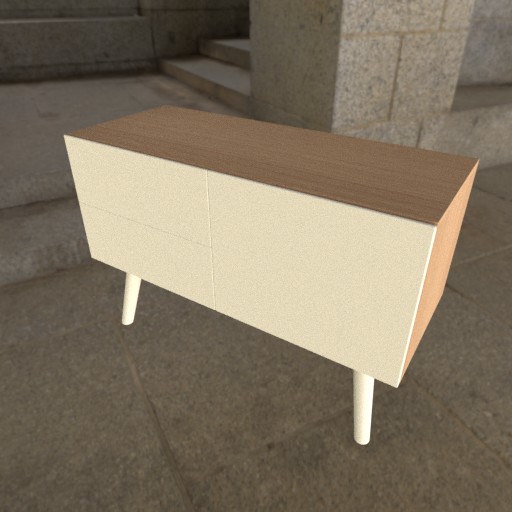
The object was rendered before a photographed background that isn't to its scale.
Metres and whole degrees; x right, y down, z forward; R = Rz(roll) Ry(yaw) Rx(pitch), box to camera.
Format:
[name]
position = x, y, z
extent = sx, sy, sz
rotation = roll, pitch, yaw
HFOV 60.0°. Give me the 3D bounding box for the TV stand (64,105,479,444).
[TV stand]
position = 0.000, 0.000, 1.300
extent = 0.991, 0.660, 0.407
rotation = 19, 36, 28
